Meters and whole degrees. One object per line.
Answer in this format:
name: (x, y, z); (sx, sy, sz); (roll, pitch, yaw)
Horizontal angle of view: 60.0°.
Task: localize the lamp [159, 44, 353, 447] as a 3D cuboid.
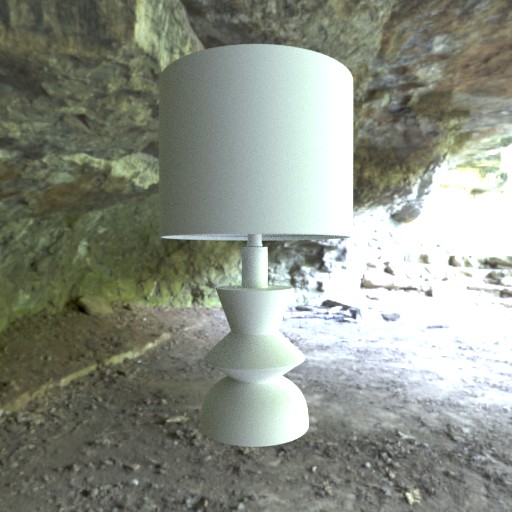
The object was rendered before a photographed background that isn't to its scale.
lamp: (0.000, 0.000, 0.705); (0.301, 0.533, 0.301); (0, 1, -35)
